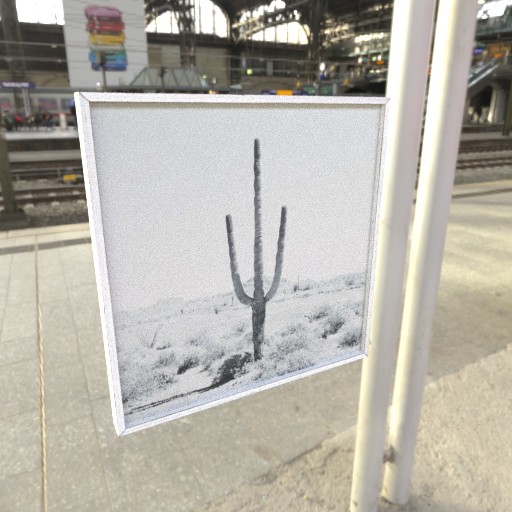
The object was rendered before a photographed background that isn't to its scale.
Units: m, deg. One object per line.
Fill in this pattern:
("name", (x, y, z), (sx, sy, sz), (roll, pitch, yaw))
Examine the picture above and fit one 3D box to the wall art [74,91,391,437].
("wall art", (0.000, 0.000, 0.745), (0.508, 0.508, 0.038), (-10, 20, -27))
